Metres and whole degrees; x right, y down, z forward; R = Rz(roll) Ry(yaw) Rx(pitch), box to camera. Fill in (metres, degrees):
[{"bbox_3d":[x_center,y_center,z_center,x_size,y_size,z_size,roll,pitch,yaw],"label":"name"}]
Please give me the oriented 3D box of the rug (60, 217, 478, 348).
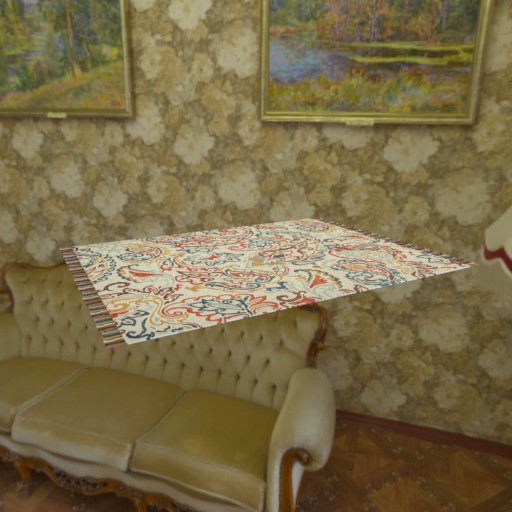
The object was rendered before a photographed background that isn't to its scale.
[{"bbox_3d":[0.000,0.000,4.290,3.274,0.015,2.439,-9,19,-28],"label":"rug"}]
